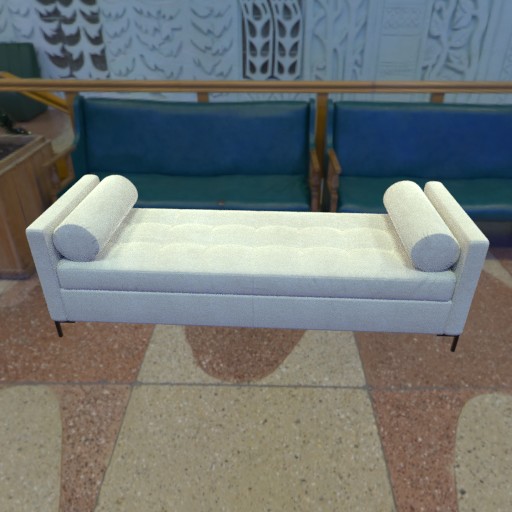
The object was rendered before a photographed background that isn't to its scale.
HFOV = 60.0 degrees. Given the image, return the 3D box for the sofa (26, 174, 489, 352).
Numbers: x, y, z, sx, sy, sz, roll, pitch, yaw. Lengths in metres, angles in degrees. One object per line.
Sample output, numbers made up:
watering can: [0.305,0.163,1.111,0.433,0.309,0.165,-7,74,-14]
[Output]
sofa: [0.000,0.000,2.317,1.981,0.635,0.686,2,31,3]
